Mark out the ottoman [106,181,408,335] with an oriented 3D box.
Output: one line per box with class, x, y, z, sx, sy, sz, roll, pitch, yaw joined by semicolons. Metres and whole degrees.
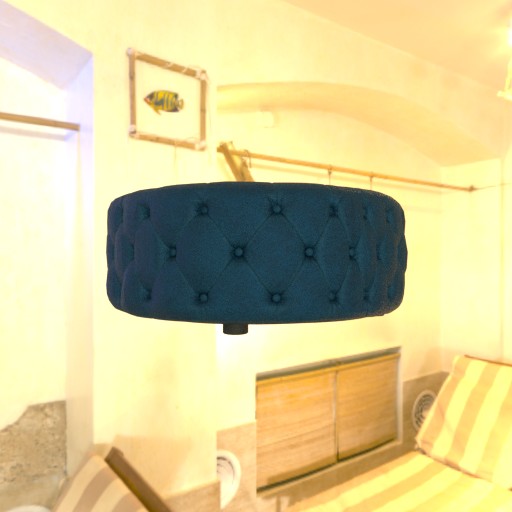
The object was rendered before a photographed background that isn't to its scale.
ottoman;0.000;0.000;1.549;0.998;0.398;0.998;0;0;0
